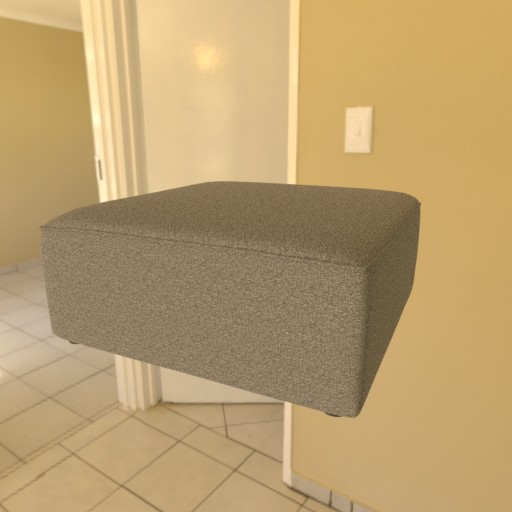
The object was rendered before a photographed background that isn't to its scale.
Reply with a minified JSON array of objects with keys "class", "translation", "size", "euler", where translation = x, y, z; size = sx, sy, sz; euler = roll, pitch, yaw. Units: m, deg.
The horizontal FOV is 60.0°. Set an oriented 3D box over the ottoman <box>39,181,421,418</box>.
[{"class":"ottoman","translation":[0.000,0.000,1.604],"size":[1.015,0.464,1.005],"euler":[8,18,25]}]
